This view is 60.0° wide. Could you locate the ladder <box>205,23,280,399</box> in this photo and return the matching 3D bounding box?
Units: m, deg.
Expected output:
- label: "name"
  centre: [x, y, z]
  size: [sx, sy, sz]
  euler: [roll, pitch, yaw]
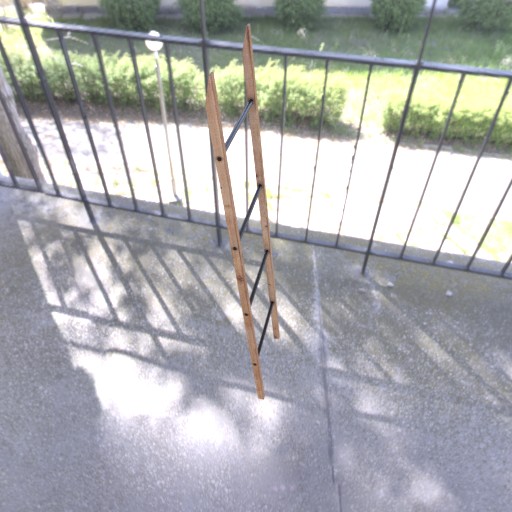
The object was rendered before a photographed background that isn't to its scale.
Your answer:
- label: "ladder"
  centre: [0.000, 0.000, 2.003]
  size: [0.200, 1.805, 0.442]
  euler: [10, 46, 10]
